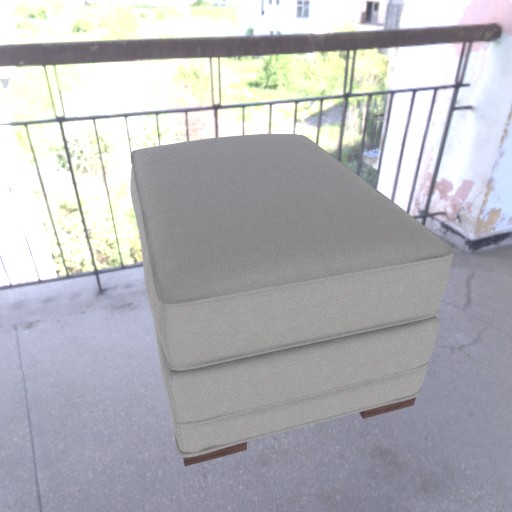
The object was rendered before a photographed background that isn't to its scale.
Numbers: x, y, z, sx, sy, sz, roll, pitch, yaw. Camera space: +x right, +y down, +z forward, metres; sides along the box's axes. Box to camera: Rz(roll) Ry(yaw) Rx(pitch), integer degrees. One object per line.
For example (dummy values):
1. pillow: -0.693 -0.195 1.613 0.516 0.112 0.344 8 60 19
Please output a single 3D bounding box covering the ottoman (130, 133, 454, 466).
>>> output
1. ottoman: 0.000 0.000 1.221 0.611 0.482 0.848 -9 33 -14
